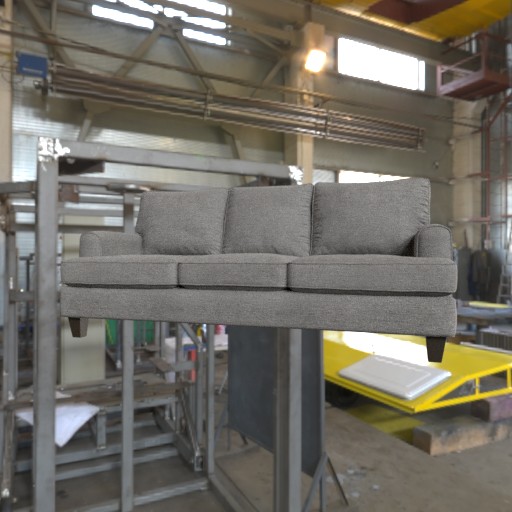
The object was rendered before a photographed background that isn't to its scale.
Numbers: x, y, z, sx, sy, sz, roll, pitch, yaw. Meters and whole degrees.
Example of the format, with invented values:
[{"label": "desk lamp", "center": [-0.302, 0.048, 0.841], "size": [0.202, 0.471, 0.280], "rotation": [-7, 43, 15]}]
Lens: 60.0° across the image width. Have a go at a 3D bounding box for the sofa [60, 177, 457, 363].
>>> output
[{"label": "sofa", "center": [0.000, 0.000, 2.700], "size": [2.158, 0.965, 0.951], "rotation": [0, 0, 18]}]
